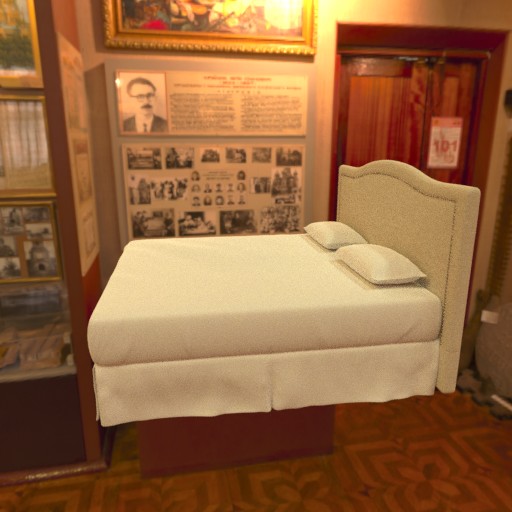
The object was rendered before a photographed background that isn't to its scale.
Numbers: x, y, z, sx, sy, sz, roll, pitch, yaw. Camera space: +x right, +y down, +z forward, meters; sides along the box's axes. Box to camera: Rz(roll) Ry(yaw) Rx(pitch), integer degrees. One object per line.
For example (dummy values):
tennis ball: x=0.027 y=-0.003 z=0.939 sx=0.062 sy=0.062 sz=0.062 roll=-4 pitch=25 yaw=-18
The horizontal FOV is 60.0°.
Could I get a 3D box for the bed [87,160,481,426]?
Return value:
bed: x=0.000 y=0.000 z=3.399 sx=2.182 sy=1.421 sz=2.083 roll=-2 pitch=15 yaw=-9
